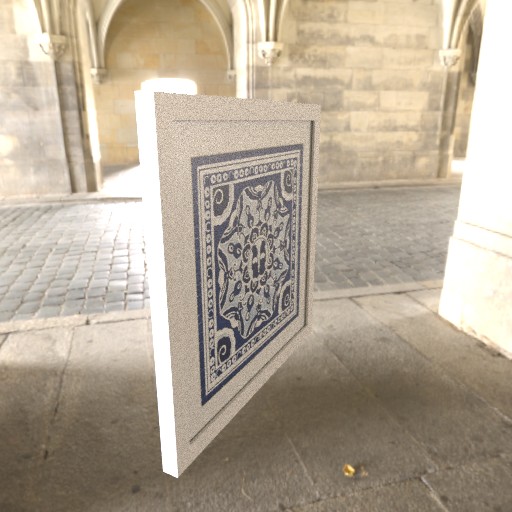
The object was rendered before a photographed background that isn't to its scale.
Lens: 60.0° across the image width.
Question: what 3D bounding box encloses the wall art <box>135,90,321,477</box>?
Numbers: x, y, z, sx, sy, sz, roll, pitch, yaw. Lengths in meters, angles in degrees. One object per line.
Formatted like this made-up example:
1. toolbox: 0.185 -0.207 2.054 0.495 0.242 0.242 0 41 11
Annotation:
1. wall art: 0.000 0.000 0.842 0.028 0.559 0.559 9 19 27
